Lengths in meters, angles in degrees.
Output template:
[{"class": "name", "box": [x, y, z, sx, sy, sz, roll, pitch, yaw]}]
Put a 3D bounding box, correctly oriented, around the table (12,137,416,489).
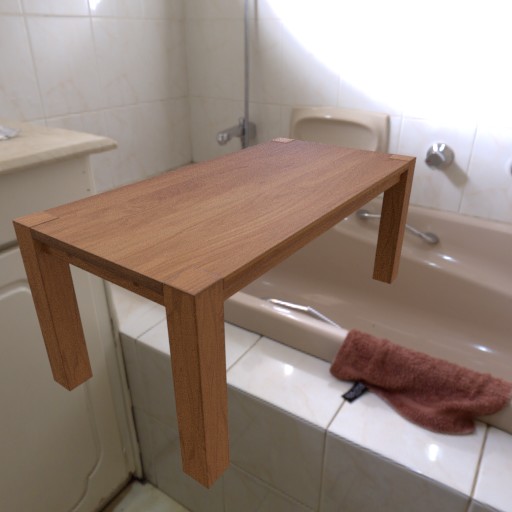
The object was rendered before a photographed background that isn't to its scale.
[{"class": "table", "box": [0.000, 0.000, 2.205, 0.900, 0.760, 1.800, 18, 31, 31]}]
